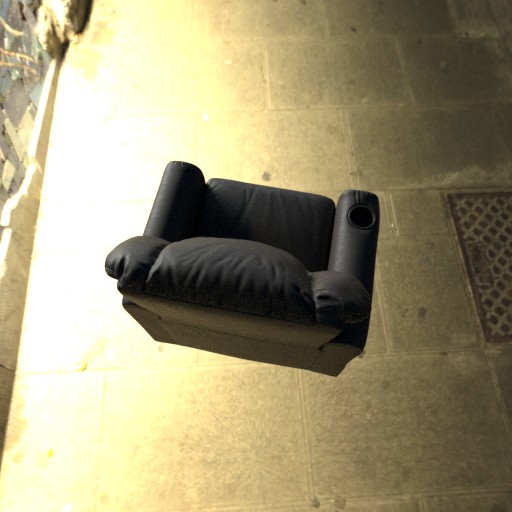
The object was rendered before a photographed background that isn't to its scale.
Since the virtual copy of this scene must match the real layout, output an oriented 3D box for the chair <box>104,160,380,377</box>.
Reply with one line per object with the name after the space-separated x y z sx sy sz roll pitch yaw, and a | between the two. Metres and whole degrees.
0.000 0.000 1.136 0.610 0.709 0.521 10 65 5 | chair
